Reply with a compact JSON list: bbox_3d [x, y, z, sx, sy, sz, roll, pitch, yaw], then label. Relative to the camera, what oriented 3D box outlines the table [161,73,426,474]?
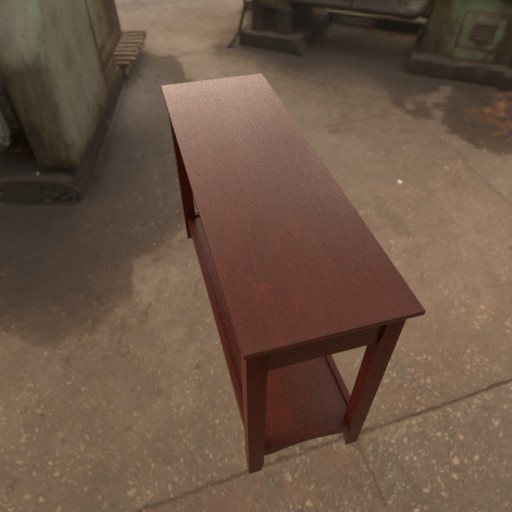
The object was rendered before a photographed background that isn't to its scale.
[{"bbox_3d":[0.000,0.000,1.536,0.392,0.739,1.188,-12,47,-11],"label":"table"}]
